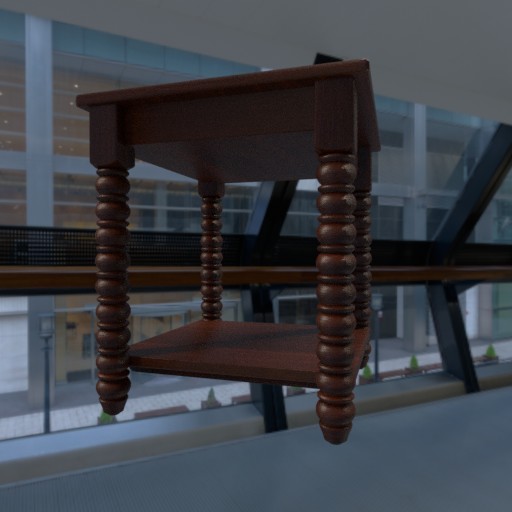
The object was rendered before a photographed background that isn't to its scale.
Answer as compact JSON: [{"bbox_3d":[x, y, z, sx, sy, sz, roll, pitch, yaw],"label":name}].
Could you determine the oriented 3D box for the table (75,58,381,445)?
[{"bbox_3d":[0.000,0.000,0.953,0.500,0.567,0.533,0,1,18],"label":"table"}]
